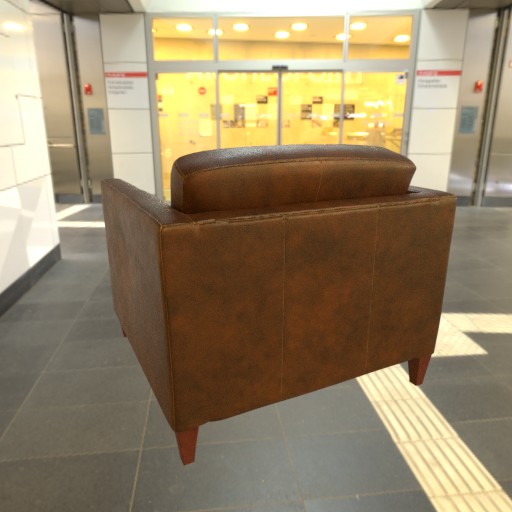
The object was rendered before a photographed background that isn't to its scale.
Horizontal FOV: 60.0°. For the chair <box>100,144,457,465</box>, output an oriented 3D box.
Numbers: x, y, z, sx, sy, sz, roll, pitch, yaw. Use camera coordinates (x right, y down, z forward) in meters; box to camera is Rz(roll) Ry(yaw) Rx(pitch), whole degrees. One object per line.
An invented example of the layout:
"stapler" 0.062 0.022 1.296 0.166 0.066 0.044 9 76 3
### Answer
"chair" 0.000 0.000 1.716 0.990 0.864 0.975 -8 18 -25
